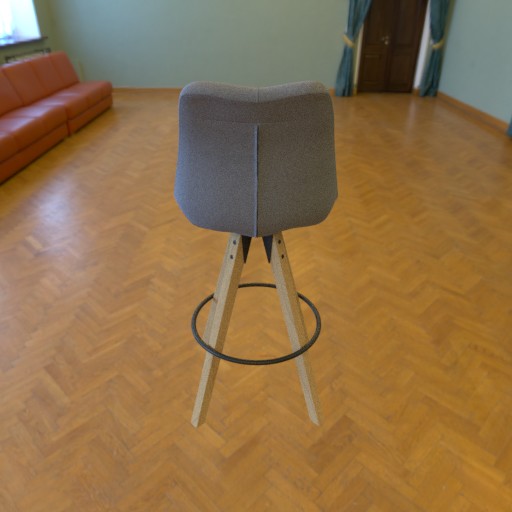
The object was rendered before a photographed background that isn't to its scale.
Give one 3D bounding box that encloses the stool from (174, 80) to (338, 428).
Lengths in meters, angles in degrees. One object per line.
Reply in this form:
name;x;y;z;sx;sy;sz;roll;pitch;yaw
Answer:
stool;0.000;0.000;1.408;0.485;1.115;0.550;-1;30;-1
